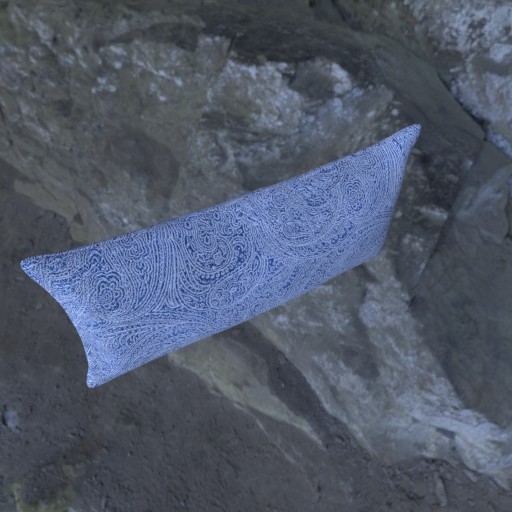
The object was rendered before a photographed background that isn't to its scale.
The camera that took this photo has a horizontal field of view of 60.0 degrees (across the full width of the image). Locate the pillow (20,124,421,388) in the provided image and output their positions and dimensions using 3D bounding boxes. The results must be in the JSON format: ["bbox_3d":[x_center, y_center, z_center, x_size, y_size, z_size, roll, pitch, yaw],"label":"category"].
[{"bbox_3d":[0.000,0.000,0.711,0.615,0.295,0.151,-22,50,-20],"label":"pillow"}]
